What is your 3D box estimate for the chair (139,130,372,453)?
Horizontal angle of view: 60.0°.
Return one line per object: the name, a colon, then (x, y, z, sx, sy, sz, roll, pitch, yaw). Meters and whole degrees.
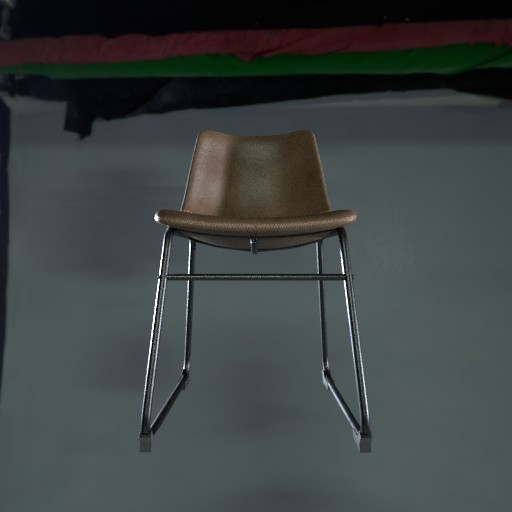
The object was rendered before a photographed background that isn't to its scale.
chair: (0.000, 0.000, 1.139, 0.460, 0.780, 0.551, 0, 0, 0)
